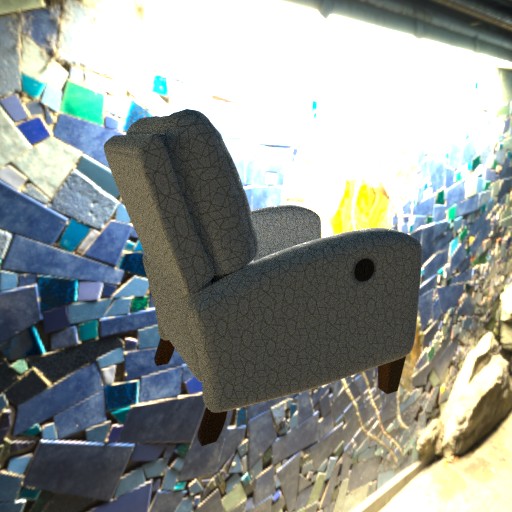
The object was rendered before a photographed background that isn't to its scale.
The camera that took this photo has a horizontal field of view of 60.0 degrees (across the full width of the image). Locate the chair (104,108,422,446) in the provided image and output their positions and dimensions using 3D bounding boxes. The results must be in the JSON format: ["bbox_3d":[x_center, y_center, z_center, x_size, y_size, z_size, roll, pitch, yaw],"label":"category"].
[{"bbox_3d":[0.000,0.000,1.750,0.995,1.064,0.796,-7,17,-25],"label":"chair"}]
